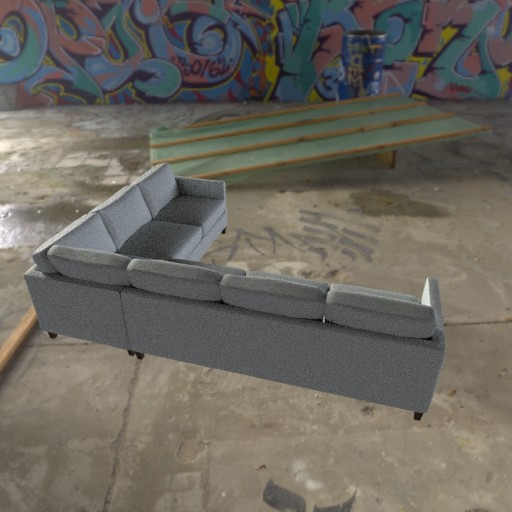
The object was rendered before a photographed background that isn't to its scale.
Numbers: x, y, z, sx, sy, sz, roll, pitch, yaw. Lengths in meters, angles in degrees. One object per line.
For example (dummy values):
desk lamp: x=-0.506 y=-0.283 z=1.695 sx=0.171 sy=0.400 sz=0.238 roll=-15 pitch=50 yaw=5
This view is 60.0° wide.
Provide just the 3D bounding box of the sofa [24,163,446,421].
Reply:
sofa: x=0.000 y=0.000 z=4.396 sx=3.333 sy=0.934 sz=2.522 roll=8 pitch=32 yaw=14
